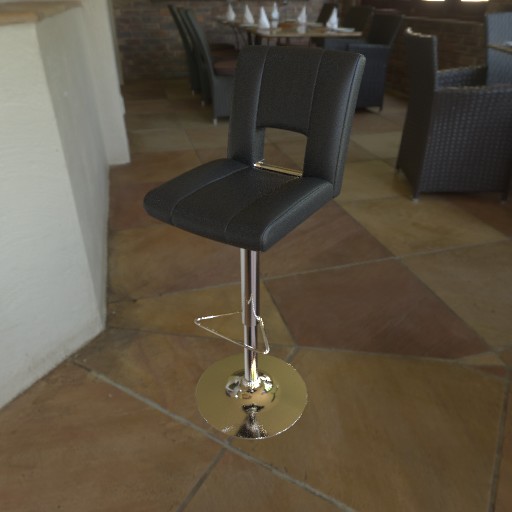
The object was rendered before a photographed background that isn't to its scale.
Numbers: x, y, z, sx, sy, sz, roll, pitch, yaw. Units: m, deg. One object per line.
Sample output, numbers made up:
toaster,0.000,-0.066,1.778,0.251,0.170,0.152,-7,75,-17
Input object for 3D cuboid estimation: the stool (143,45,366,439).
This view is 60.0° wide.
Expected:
stool,0.000,0.000,1.384,0.415,1.151,0.520,19,35,28
